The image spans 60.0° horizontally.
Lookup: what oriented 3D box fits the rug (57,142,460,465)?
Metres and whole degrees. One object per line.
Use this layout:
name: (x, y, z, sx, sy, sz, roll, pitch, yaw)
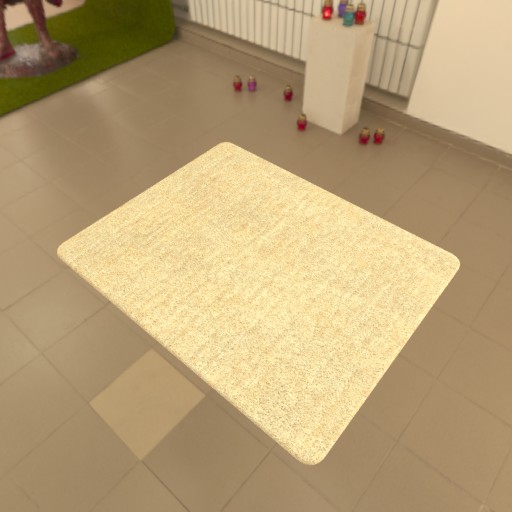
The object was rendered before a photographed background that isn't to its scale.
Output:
rug: (0.000, 0.000, 3.471, 2.528, 0.048, 2.009, 32, 56, 26)
